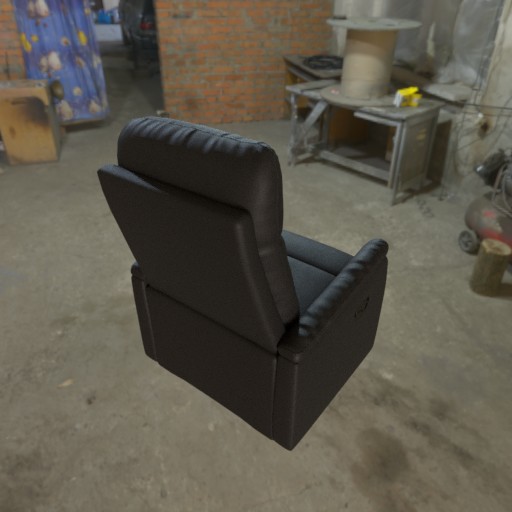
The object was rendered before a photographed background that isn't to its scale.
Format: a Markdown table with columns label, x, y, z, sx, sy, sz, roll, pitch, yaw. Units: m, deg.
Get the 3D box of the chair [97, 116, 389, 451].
| label | x | y | z | sx | sy | sz | roll | pitch | yaw |
| --- | --- | --- | --- | --- | --- | --- | --- | --- | --- |
| chair | 0.000 | 0.000 | 1.637 | 0.775 | 1.082 | 0.831 | 23 | 39 | 31 |
